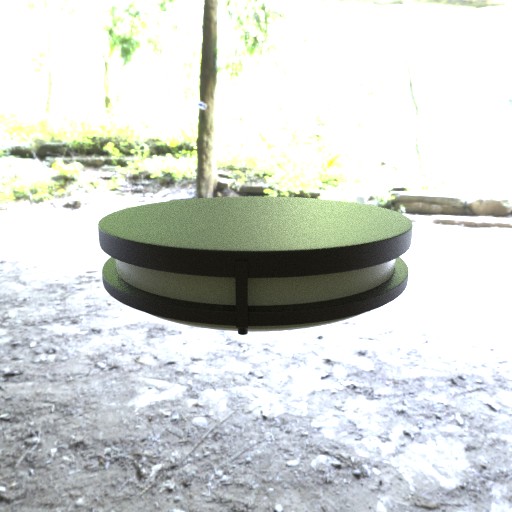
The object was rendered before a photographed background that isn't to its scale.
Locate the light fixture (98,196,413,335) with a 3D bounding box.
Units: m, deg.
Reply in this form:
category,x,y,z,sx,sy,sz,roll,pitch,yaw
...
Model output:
category,x,y,z,sx,sy,sz,roll,pitch,yaw
light fixture,0.000,0.000,0.539,0.356,0.102,0.356,0,15,0
